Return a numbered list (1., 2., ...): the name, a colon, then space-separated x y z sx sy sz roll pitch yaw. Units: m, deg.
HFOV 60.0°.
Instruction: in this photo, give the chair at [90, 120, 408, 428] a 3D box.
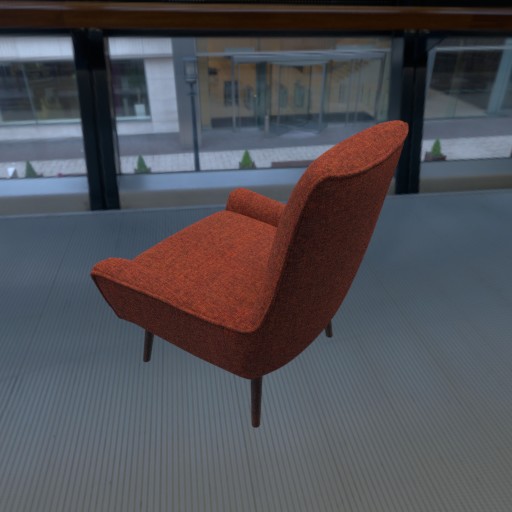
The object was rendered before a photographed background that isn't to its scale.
1. chair: 0.000 0.000 1.501 0.784 0.911 0.803 20 37 29
